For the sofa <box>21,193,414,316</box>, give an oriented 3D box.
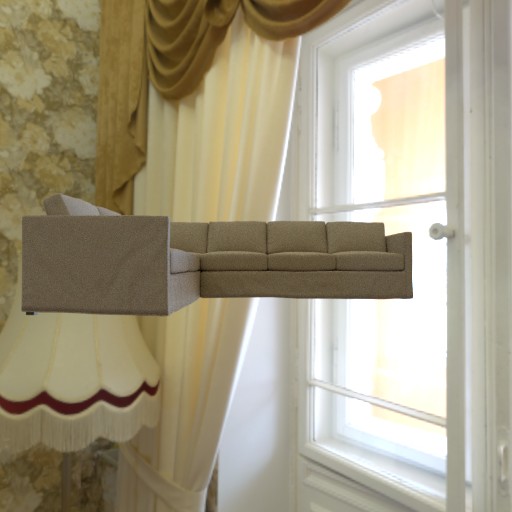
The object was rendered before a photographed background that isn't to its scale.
[{"bbox_3d":[0.000,0.000,4.203,3.182,0.871,2.432,0,-1,1],"label":"sofa"}]
